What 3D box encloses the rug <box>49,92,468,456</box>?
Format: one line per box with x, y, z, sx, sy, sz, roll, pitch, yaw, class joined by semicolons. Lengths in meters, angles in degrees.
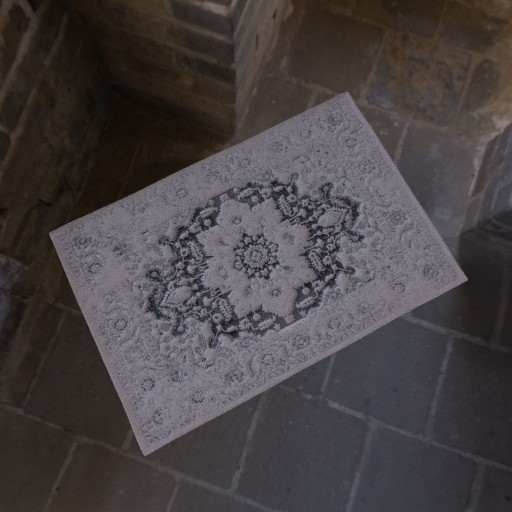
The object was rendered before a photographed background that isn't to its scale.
0.000;0.000;2.289;1.813;0.008;1.223;-27;78;-6;rug
